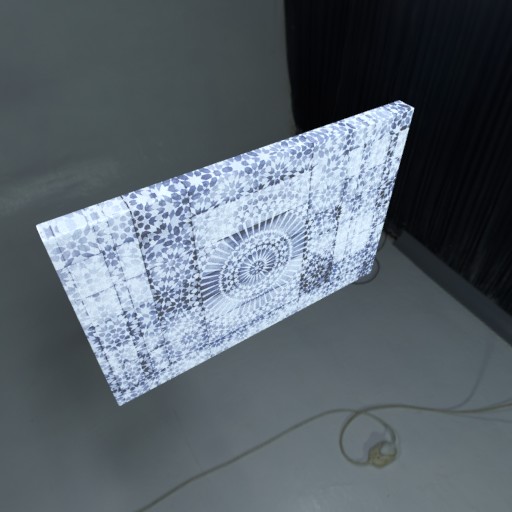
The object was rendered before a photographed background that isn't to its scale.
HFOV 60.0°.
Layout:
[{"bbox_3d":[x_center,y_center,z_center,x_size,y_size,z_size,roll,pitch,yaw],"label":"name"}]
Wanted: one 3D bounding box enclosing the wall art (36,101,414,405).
[{"bbox_3d":[0.000,0.000,1.170,0.911,0.608,0.057,-24,50,-23],"label":"wall art"}]
